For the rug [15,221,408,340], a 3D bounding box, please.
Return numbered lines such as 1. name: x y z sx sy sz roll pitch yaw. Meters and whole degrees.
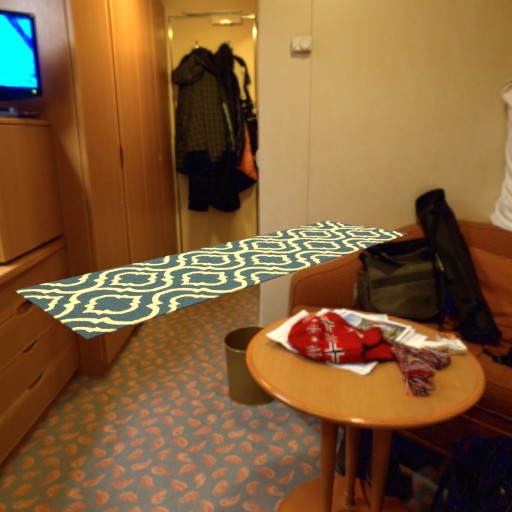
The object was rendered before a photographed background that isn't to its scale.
1. rug: 0.000 0.000 2.488 0.685 0.006 2.296 14 21 42
